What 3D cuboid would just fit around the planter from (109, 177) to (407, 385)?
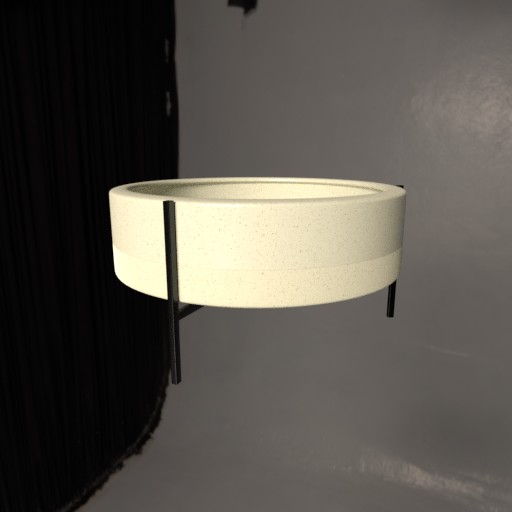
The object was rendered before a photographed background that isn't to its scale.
[{"bbox_3d":[0.000,0.000,0.541,0.336,0.171,0.345,7,15,25],"label":"planter"}]
